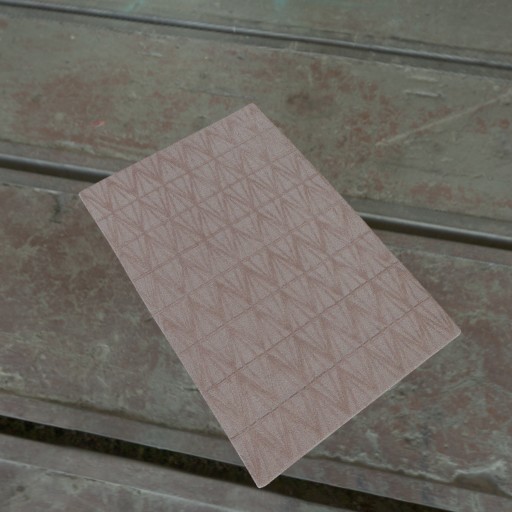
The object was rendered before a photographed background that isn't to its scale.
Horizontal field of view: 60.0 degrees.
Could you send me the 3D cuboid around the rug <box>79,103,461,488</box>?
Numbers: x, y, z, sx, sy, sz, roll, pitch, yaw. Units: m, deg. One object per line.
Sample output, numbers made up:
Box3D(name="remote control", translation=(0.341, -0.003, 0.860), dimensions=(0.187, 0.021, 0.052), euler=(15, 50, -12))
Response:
Box3D(name="rug", translation=(0.000, 0.000, 2.361), dimensions=(1.230, 0.025, 1.837), euler=(-32, 68, -15))
